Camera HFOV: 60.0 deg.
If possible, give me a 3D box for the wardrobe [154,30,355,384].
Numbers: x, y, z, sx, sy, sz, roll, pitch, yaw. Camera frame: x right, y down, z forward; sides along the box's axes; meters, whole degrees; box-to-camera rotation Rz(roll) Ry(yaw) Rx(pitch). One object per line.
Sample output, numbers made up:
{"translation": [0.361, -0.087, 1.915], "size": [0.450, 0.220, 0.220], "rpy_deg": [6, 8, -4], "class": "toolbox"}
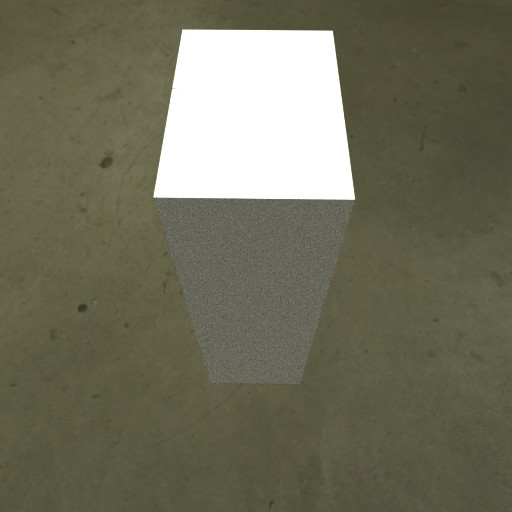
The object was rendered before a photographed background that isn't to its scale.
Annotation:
{"translation": [0.000, 0.000, 2.414], "size": [0.600, 2.040, 0.860], "rpy_deg": [1, 58, 0], "class": "wardrobe"}
